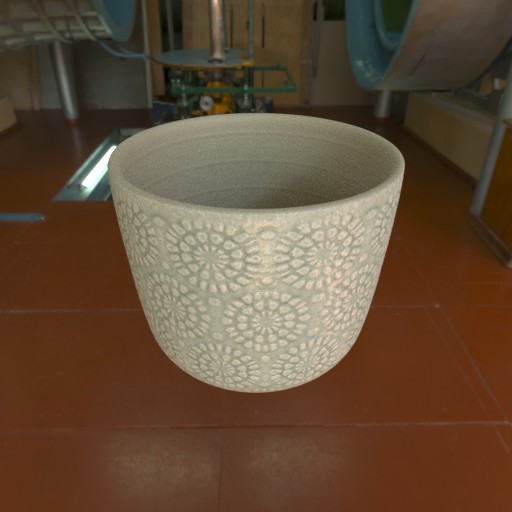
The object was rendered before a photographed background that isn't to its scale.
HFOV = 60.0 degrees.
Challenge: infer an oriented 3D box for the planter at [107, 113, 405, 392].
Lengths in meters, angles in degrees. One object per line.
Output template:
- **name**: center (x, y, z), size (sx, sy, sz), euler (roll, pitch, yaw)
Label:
- **planter**: center (0.000, 0.000, 0.219), size (0.124, 0.109, 0.124), euler (0, 32, 0)
